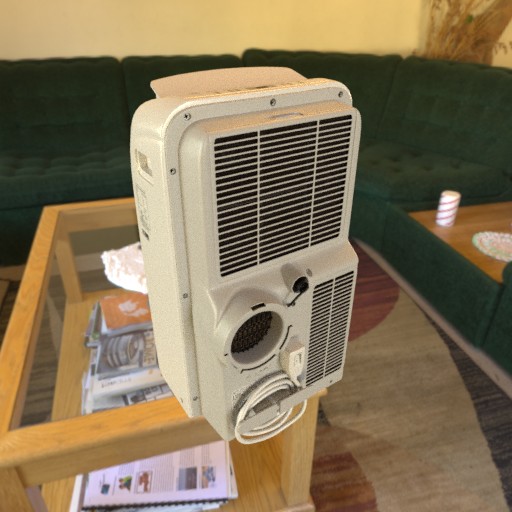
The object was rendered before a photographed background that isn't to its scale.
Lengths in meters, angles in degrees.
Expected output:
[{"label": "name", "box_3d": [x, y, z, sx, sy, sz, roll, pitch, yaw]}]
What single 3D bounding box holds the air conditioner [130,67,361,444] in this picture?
[{"label": "air conditioner", "box_3d": [0.000, 0.000, 1.045, 0.449, 0.786, 0.414, -19, 36, -28]}]
